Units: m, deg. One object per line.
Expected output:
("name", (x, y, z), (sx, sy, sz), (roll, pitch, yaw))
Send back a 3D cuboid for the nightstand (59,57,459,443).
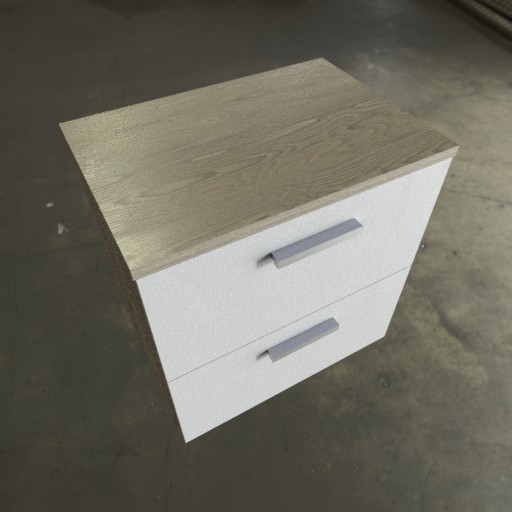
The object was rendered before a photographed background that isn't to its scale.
("nightstand", (0.000, 0.000, 0.756), (0.442, 0.461, 0.325), (-22, 51, -20))
